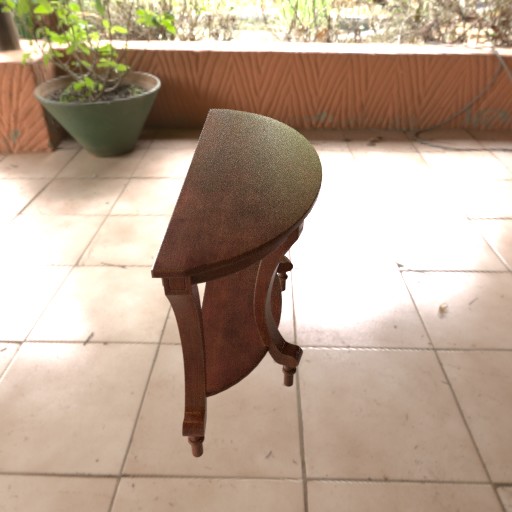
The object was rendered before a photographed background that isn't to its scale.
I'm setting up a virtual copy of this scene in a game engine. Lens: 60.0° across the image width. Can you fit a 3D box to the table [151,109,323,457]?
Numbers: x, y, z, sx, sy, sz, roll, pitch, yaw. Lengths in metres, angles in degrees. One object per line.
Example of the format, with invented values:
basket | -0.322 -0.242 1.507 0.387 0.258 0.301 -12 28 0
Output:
table | 0.000 0.000 1.544 0.394 0.699 1.198 0 33 0
